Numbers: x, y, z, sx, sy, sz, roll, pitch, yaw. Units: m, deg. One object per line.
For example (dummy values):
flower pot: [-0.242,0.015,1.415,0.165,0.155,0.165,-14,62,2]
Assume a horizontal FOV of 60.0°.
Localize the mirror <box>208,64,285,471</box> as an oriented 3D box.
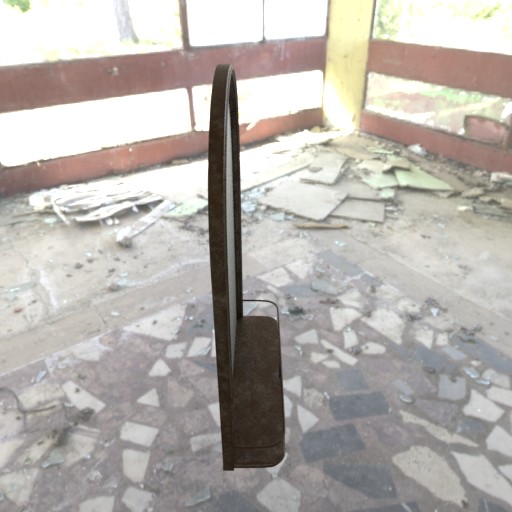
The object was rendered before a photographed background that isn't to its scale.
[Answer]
mirror: [0.000,0.000,0.966,0.137,0.770,0.510,0,32,0]
